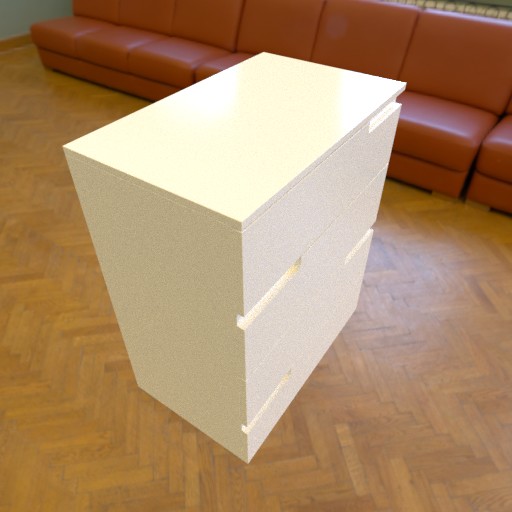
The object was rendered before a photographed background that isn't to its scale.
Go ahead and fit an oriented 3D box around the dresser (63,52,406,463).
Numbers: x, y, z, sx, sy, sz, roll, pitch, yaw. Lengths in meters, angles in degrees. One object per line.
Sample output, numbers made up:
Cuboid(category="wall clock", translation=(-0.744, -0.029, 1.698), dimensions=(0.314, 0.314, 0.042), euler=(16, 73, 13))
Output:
Cuboid(category="dresser", translation=(0.000, 0.000, 1.178), dimensions=(0.400, 0.800, 0.650), euler=(25, 47, 25))
